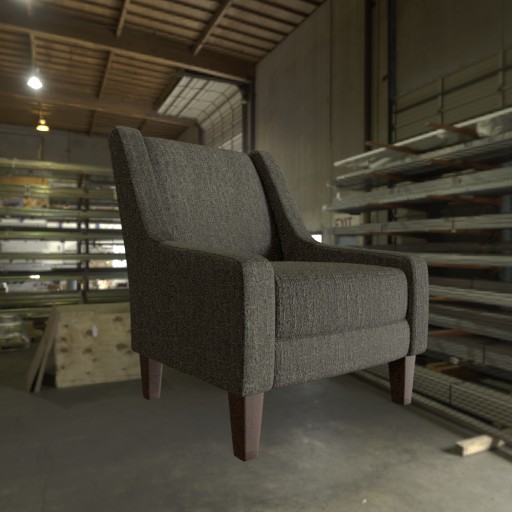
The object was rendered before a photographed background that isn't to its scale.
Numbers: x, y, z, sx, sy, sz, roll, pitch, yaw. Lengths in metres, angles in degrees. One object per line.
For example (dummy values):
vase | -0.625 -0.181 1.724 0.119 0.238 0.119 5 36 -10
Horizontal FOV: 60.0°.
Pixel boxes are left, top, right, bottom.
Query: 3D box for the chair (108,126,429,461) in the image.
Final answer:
chair | 0.000 0.000 1.633 0.793 1.012 0.944 0 1 -37
